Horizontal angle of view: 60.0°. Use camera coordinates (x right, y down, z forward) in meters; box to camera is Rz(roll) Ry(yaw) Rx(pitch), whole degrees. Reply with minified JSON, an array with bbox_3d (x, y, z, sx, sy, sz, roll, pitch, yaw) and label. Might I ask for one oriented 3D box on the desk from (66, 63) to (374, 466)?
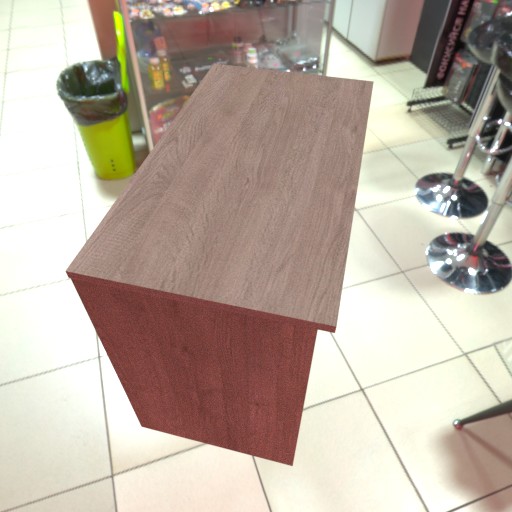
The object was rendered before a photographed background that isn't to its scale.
[{"bbox_3d":[0.000,0.000,1.331,0.498,0.724,0.893,10,48,10],"label":"desk"}]
